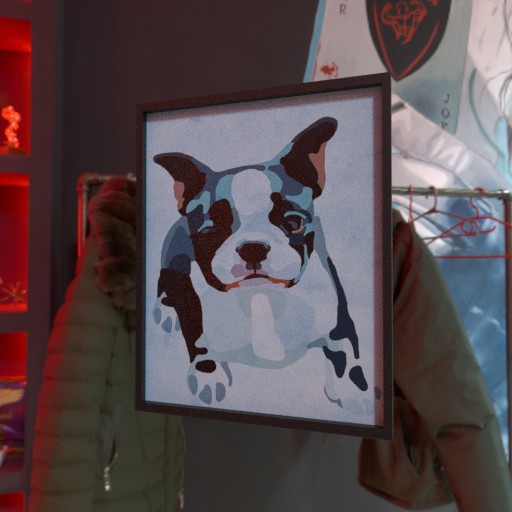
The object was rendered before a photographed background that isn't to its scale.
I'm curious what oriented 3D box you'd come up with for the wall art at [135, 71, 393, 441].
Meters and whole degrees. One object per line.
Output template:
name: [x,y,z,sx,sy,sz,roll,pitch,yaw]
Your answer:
wall art: [0.000,0.000,0.502,0.294,0.369,0.030,0,-1,18]
